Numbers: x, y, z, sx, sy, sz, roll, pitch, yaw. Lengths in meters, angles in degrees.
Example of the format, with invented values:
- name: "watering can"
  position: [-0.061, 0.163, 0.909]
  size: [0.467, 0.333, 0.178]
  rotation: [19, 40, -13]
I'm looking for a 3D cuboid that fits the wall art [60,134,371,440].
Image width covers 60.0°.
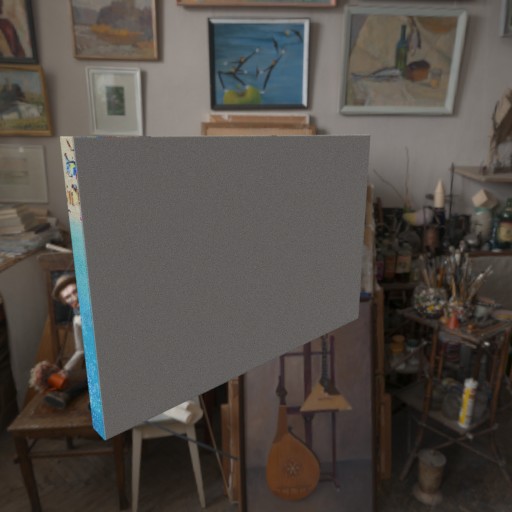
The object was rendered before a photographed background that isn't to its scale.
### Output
- name: "wall art"
  position: [0.000, 0.000, 0.772]
  size: [0.609, 0.406, 0.039]
  rotation: [-14, 21, -41]
